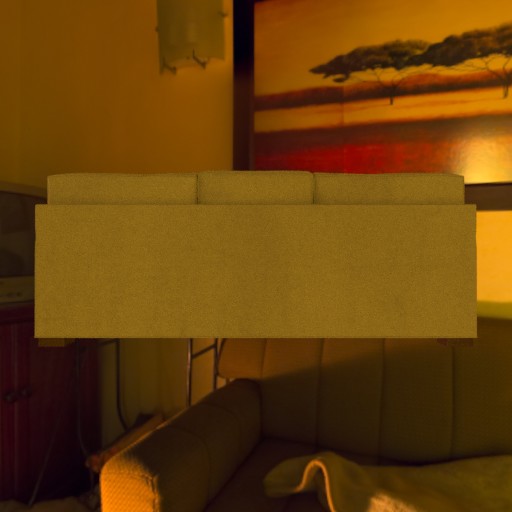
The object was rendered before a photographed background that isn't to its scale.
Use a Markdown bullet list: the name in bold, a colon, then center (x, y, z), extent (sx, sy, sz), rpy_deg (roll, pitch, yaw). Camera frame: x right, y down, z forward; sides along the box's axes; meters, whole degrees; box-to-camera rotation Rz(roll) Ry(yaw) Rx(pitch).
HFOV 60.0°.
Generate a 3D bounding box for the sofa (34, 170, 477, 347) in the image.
- **sofa**: center (0.000, 0.000, 2.540), extent (2.093, 0.862, 0.936), rpy_deg (0, 0, 0)
